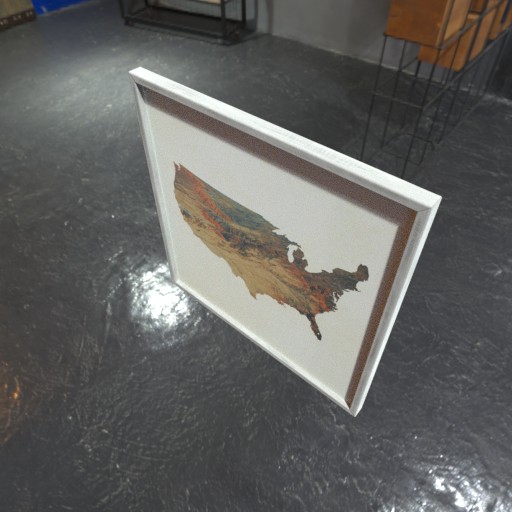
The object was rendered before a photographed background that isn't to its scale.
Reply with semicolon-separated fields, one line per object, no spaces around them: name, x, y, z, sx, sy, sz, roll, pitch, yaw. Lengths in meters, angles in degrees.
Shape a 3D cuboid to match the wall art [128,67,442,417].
wall art;0.000;0.000;0.458;0.303;0.303;0.015;32;54;27
